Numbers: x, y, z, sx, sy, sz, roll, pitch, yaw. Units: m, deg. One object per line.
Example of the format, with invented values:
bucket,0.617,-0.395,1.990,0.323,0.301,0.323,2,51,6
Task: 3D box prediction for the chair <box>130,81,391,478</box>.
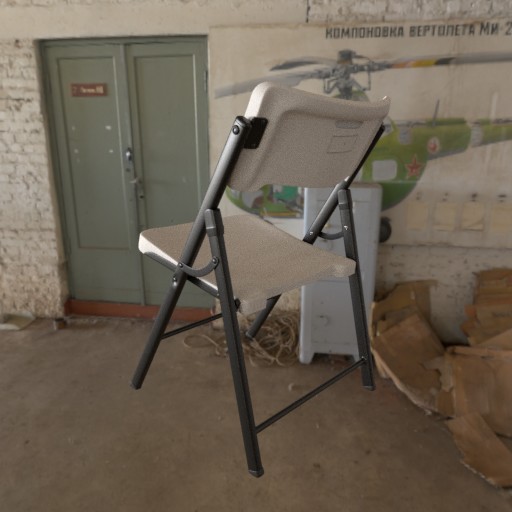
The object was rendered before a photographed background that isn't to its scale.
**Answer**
chair,0.000,0.000,1.127,0.577,0.765,0.482,15,21,43
